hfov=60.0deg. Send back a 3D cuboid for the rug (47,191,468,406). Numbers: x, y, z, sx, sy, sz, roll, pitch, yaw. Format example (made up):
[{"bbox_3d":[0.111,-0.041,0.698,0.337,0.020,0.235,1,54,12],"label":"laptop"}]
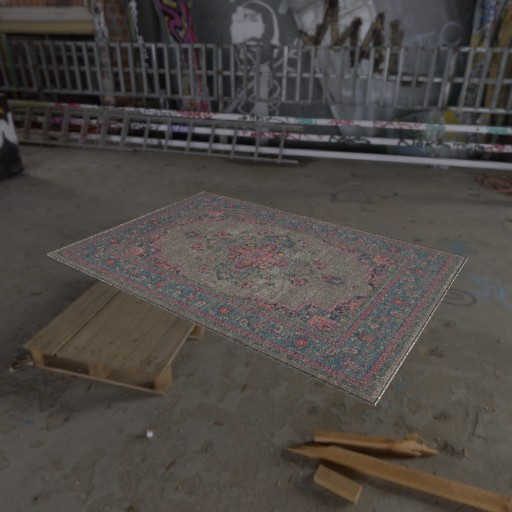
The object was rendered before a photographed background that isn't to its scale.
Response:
[{"bbox_3d":[0.000,0.000,3.690,2.890,0.013,2.005,18,32,31],"label":"rug"}]
